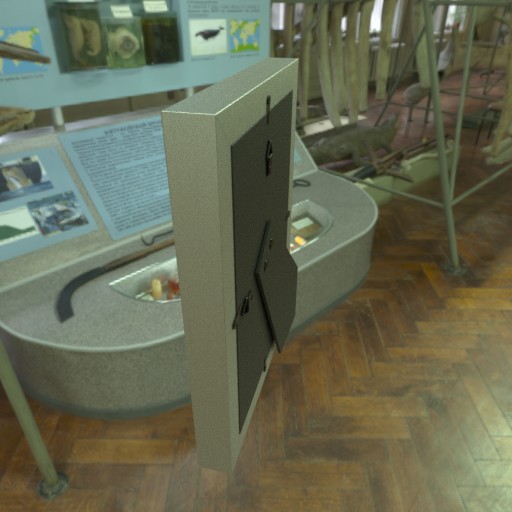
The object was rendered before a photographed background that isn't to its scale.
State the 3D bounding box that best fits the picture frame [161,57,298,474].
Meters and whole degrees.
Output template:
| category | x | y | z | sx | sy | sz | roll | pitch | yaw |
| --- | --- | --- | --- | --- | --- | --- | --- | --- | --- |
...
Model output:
| category | x | y | z | sx | sy | sz | roll | pitch | yaw |
| --- | --- | --- | --- | --- | --- | --- | --- | --- | --- |
| picture frame | 0.000 | 0.000 | 0.275 | 0.028 | 0.208 | 0.157 | 8 | 32 | 13 |
